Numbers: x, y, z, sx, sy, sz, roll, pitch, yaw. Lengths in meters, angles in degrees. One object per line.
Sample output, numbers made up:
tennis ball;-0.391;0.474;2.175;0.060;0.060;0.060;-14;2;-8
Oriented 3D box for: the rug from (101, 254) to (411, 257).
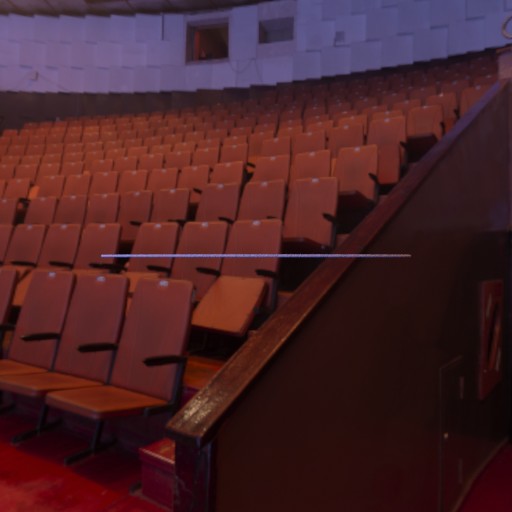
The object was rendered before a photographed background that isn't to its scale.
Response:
rug;0.000;0.000;3.607;2.382;0.014;2.382;0;0;0
